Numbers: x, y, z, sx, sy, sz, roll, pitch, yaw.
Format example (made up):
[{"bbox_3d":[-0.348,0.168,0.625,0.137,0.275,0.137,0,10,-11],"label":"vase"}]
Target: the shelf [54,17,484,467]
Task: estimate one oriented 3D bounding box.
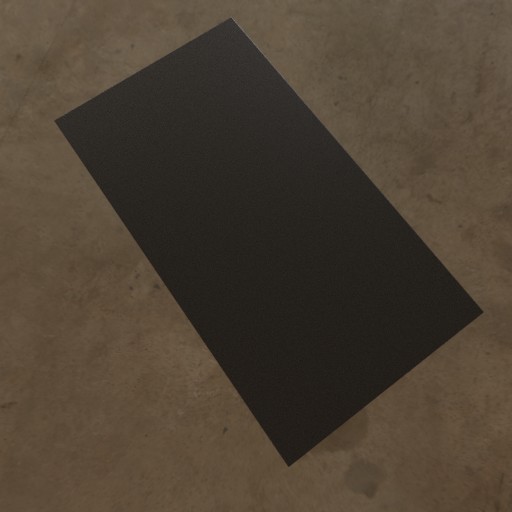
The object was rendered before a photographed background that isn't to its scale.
[{"bbox_3d":[0.000,0.000,1.323,0.498,0.749,0.902,-35,77,-9],"label":"shelf"}]
